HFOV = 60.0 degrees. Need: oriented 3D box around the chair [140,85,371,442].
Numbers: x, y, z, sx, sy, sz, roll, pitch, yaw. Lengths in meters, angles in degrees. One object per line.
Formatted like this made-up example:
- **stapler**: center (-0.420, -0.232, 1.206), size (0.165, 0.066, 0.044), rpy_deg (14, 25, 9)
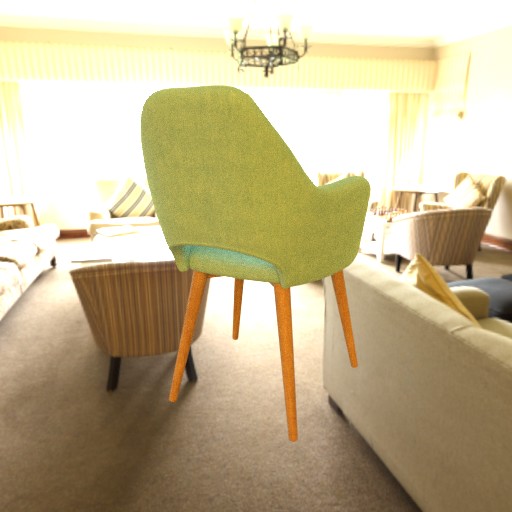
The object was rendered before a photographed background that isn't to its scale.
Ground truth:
- **chair**: center (0.000, 0.000, 1.244), size (0.590, 0.840, 0.610), rpy_deg (8, 17, 27)
